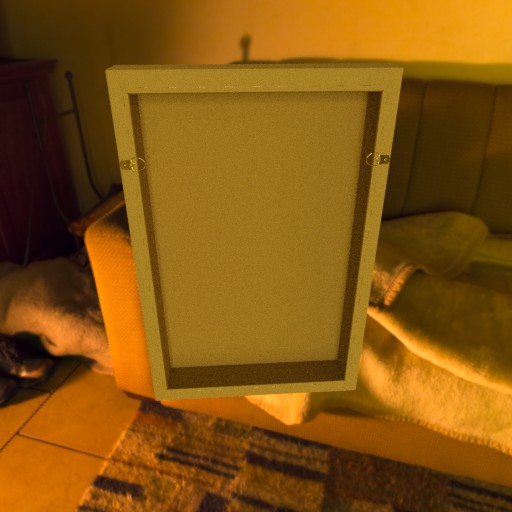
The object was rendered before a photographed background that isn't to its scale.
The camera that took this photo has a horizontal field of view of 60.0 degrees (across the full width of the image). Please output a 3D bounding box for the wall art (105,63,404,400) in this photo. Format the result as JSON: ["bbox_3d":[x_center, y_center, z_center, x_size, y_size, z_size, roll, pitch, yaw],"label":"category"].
[{"bbox_3d":[0.000,0.000,0.482,0.252,0.381,0.039,-2,29,-3],"label":"wall art"}]
